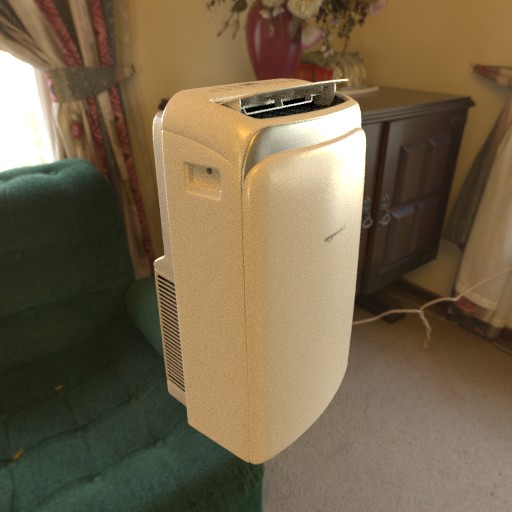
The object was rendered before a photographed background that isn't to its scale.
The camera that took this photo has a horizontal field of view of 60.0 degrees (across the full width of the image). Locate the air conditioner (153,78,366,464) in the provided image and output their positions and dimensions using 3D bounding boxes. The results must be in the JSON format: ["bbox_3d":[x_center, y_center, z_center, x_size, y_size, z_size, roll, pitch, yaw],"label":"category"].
[{"bbox_3d":[0.000,0.000,1.052,0.414,0.786,0.449,18,32,33],"label":"air conditioner"}]
